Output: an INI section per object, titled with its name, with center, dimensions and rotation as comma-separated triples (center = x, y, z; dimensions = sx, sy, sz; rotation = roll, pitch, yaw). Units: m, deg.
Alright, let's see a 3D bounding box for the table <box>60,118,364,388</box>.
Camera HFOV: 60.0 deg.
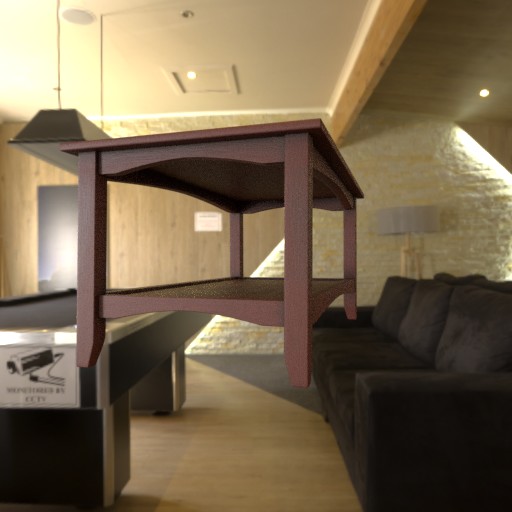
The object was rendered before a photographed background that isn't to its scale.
[table]
center = 0.000, 0.000, 1.263
dimensions = 0.533, 0.456, 0.943
rotation = 0, 0, 18
